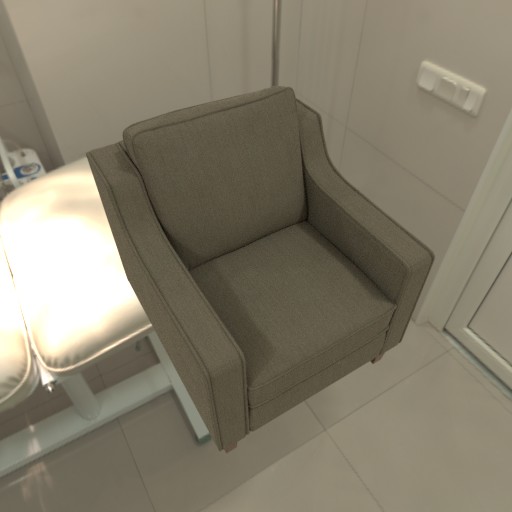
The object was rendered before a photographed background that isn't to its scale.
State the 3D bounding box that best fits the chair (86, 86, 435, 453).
[{"bbox_3d":[0.000,0.000,1.648,0.831,0.960,0.909,-24,51,-21],"label":"chair"}]
